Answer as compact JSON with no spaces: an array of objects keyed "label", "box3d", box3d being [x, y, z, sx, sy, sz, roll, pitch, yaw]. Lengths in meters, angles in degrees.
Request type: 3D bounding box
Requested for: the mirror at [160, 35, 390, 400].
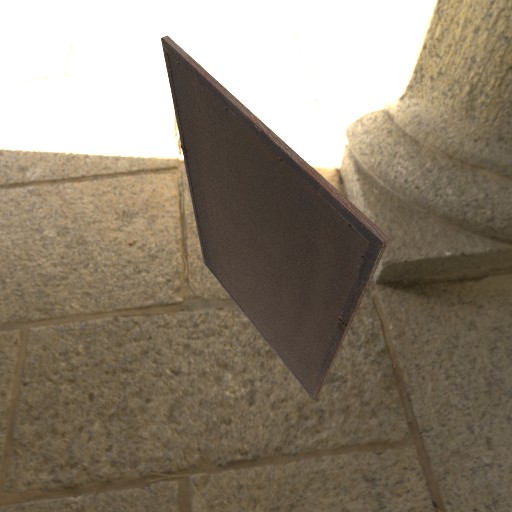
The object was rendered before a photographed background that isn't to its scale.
[{"label":"mirror","box3d":[0.000,0.000,1.286,0.025,0.996,0.705,-32,63,-18]}]
